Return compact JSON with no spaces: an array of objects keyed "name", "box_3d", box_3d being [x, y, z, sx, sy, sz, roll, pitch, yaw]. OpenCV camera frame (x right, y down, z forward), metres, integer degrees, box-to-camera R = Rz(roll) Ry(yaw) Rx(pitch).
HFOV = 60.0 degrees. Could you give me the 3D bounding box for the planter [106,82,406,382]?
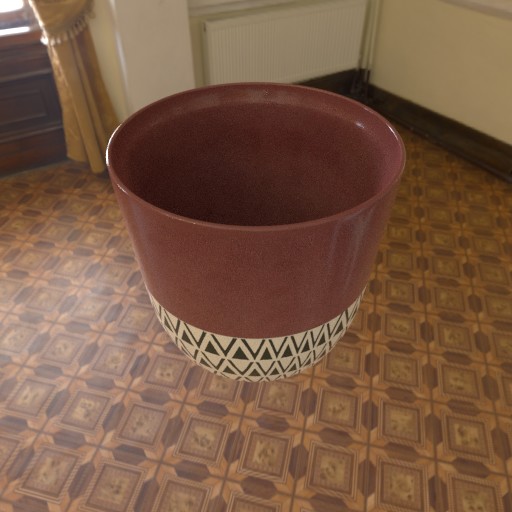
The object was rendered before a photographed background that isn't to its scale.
[{"name":"planter","box_3d":[0.000,0.000,0.368,0.195,0.214,0.195,0,42,0]}]
